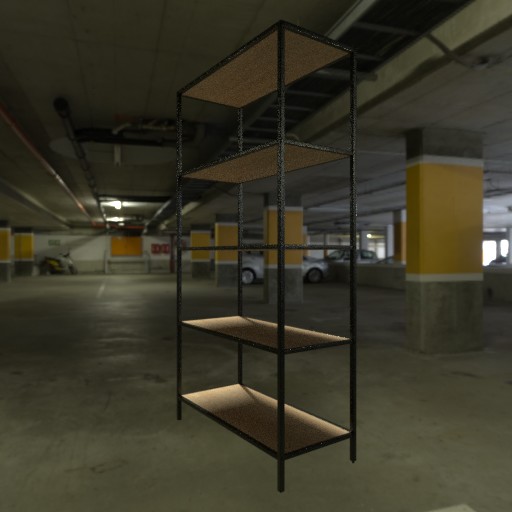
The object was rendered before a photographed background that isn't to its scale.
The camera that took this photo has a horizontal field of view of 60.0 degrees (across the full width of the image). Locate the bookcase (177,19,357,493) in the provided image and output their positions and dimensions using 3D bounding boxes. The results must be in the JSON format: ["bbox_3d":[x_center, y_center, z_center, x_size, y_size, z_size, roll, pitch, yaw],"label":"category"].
[{"bbox_3d":[0.000,0.000,1.817,0.350,1.500,0.770,0,0,-35],"label":"bookcase"}]
